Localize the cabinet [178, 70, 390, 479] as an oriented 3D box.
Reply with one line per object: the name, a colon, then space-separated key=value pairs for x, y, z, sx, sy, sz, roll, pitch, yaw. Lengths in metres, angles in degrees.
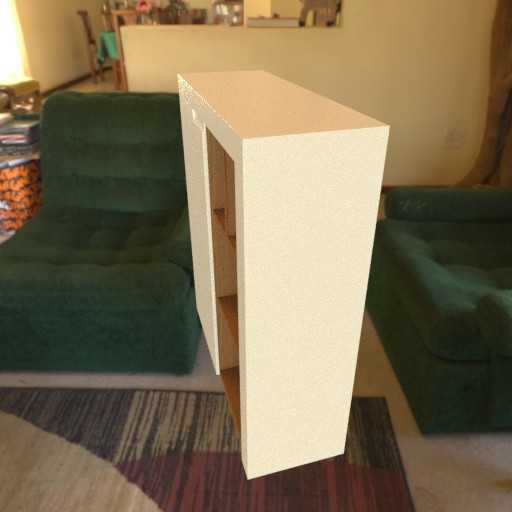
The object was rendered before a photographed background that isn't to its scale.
cabinet: x=0.000 y=0.000 z=1.642 sx=0.348 sy=1.150 sz=0.990 roll=-8 pitch=31 yaw=-14
